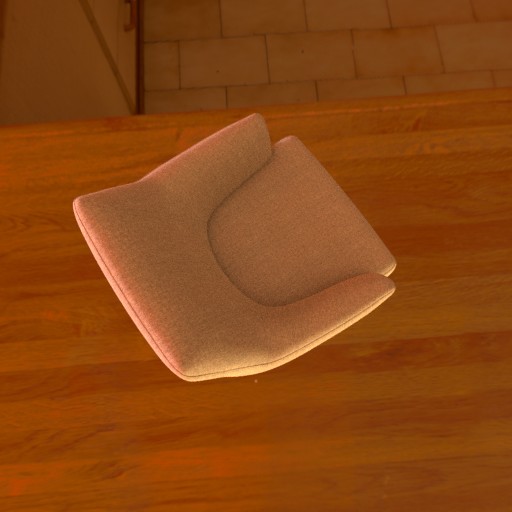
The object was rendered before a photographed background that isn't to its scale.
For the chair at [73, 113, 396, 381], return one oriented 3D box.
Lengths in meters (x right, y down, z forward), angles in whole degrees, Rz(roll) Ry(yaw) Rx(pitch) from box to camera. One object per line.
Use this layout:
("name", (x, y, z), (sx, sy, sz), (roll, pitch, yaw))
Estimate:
("chair", (0.000, 0.000, 1.318), (0.677, 0.874, 0.642), (-34, 77, -9))
